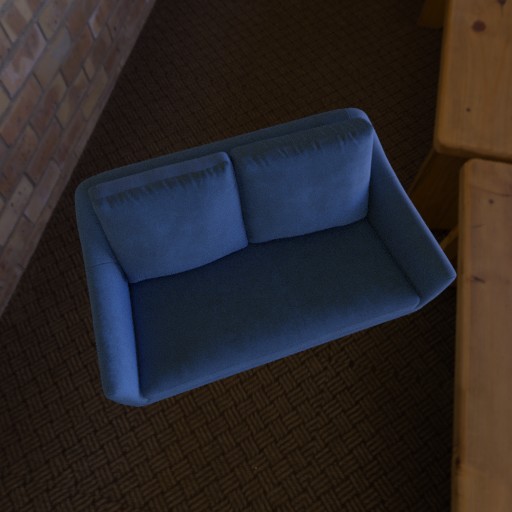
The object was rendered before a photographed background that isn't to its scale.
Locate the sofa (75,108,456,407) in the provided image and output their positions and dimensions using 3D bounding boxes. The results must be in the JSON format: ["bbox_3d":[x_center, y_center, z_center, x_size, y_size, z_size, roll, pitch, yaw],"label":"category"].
[{"bbox_3d":[0.000,0.000,2.208,1.619,0.902,0.960,-17,66,-8],"label":"sofa"}]
